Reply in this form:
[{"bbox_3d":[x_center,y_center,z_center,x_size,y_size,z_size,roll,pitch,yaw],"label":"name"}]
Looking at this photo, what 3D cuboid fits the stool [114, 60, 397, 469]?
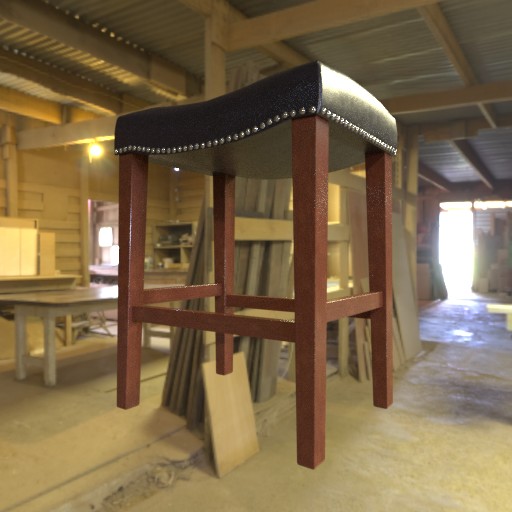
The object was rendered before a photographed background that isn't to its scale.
[{"bbox_3d":[0.000,0.000,0.961,0.504,0.654,0.372,0,0,36],"label":"stool"}]
